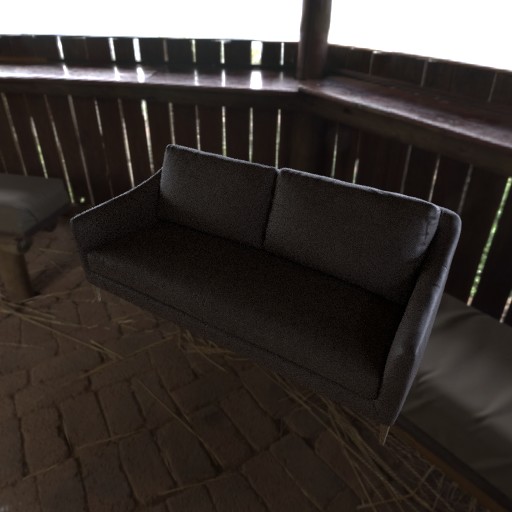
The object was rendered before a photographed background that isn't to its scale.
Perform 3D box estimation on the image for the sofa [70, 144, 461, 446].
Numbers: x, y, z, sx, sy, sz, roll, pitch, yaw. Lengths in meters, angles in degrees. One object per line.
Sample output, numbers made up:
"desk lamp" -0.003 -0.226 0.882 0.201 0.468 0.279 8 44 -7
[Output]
"sofa" 0.000 0.000 2.506 2.036 0.902 0.960 19 35 29
